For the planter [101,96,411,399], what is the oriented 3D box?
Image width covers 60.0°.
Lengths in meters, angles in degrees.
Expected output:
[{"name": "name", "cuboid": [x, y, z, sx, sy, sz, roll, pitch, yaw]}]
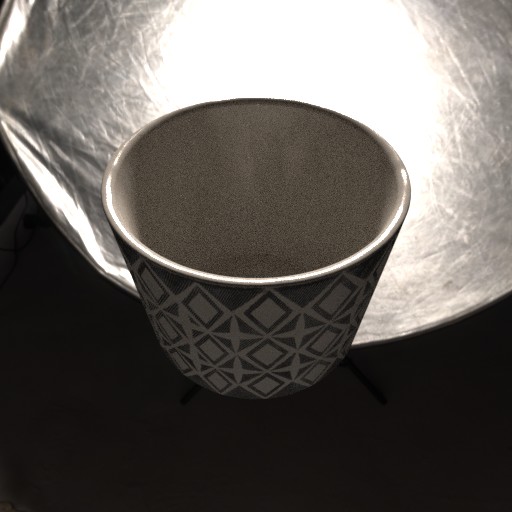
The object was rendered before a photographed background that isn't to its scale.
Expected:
[{"name": "planter", "cuboid": [0.000, 0.000, 0.461, 0.260, 0.220, 0.260, 0, 47, 0]}]
